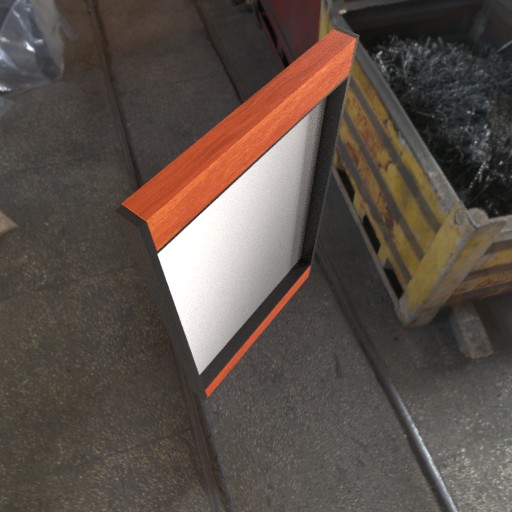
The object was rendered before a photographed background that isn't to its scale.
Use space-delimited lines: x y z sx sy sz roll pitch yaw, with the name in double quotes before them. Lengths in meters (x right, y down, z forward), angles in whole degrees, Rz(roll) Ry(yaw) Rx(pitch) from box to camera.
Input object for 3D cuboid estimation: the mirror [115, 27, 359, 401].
"mirror" 0.000 0.000 1.013 0.047 0.823 0.525 34 63 19
